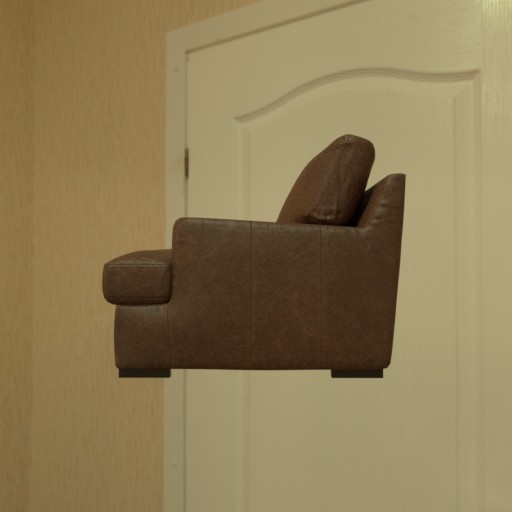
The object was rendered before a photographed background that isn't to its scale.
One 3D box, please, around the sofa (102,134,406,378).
[{"bbox_3d":[0.000,0.000,2.527,1.143,0.939,1.880,0,-1,0],"label":"sofa"}]
